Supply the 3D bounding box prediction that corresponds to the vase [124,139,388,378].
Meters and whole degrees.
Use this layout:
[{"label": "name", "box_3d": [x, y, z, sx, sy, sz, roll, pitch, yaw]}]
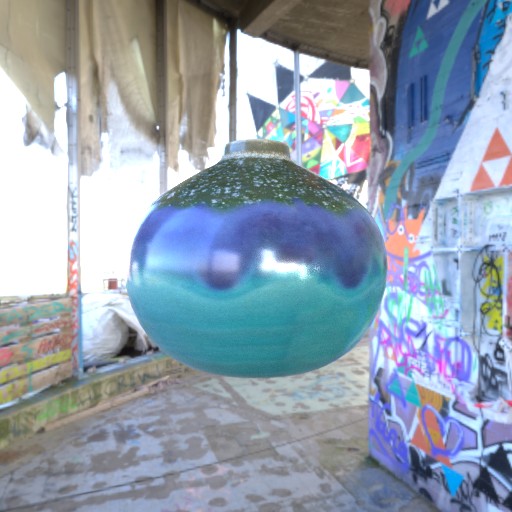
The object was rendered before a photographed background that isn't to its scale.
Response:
[{"label": "vase", "box_3d": [0.000, 0.000, 0.270, 0.154, 0.133, 0.154, 0, 0, 0]}]
